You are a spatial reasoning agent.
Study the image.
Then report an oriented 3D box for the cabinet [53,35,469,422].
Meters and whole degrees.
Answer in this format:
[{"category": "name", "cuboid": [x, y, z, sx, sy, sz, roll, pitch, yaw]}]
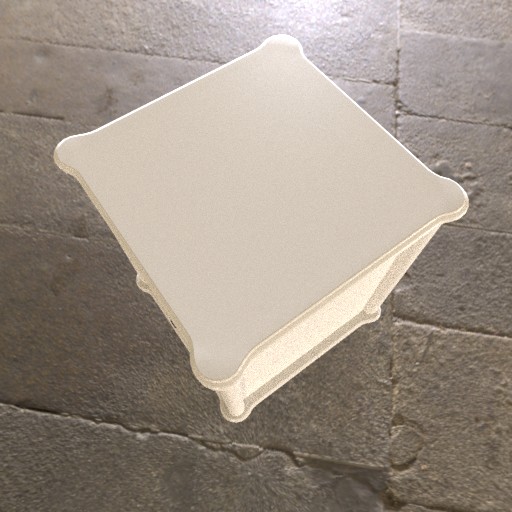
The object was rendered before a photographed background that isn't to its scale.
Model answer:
[{"category": "cabinet", "cuboid": [0.000, 0.000, 1.226, 0.627, 0.761, 0.628, -33, 68, -15]}]
